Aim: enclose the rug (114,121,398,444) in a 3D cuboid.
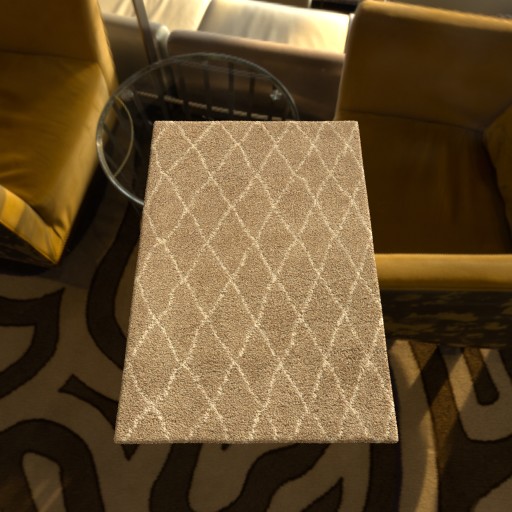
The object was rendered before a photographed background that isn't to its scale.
[{"bbox_3d":[0.000,0.000,2.279,1.219,0.030,1.778,0,65,0],"label":"rug"}]
